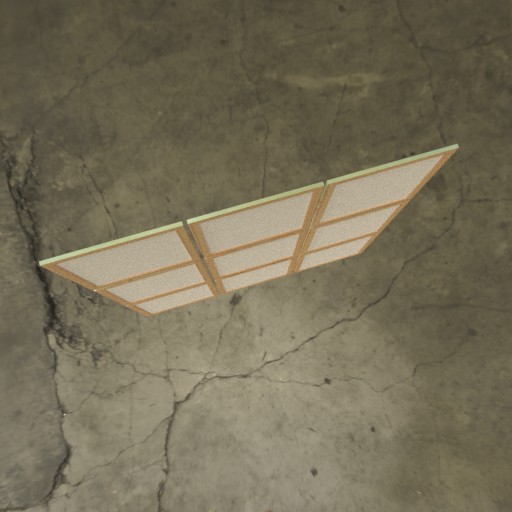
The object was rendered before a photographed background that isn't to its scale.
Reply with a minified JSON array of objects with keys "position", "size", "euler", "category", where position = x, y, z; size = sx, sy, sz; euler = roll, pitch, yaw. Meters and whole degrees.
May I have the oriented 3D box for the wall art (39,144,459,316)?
[{"position":[0.000,0.000,1.823],"size":[1.214,1.219,0.013],"euler":[-16,76,-4],"category":"wall art"}]
